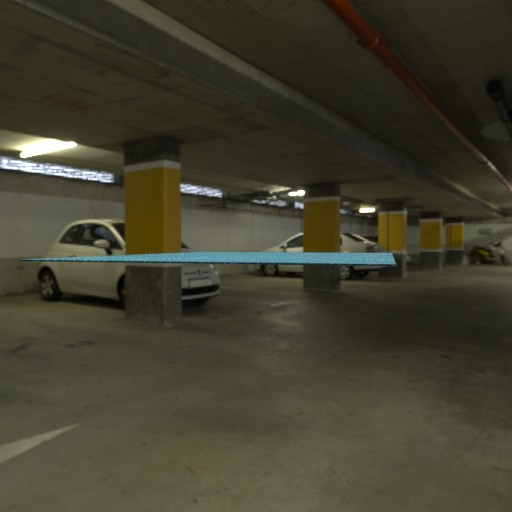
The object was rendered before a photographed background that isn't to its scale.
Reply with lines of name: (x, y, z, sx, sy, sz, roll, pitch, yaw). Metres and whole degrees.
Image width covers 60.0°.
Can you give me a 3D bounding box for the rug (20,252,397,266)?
rug: (0.000, 0.000, 4.103, 2.432, 0.012, 3.033, 0, 2, 17)
